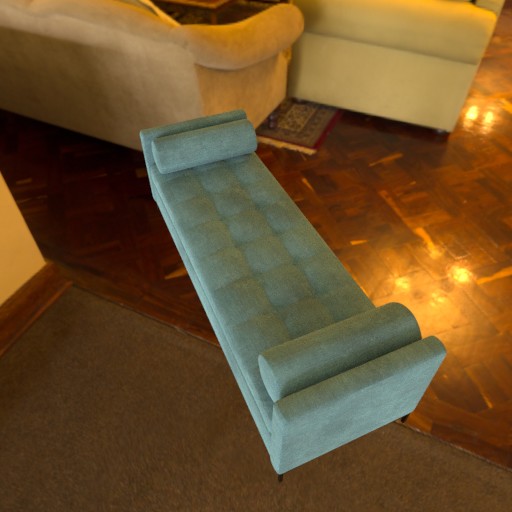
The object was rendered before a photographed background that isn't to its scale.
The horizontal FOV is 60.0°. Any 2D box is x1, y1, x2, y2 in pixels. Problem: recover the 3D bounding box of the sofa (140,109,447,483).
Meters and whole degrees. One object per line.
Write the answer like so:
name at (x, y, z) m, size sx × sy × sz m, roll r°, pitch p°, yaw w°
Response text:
sofa at (0.000, 0.000, 2.370) m, size 0.686 × 0.635 × 1.981 m, roll -18°, pitch 49°, yaw -16°
